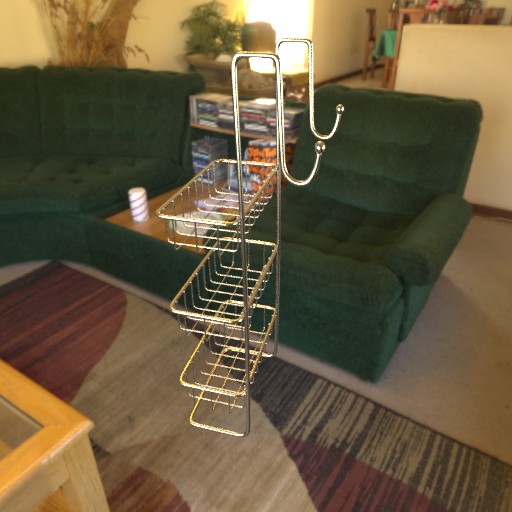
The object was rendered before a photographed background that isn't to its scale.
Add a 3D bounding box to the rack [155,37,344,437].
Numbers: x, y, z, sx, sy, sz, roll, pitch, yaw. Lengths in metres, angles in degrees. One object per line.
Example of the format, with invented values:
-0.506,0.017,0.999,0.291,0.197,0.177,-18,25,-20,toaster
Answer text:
0.000,0.000,0.661,0.202,0.574,0.228,8,31,13,rack
